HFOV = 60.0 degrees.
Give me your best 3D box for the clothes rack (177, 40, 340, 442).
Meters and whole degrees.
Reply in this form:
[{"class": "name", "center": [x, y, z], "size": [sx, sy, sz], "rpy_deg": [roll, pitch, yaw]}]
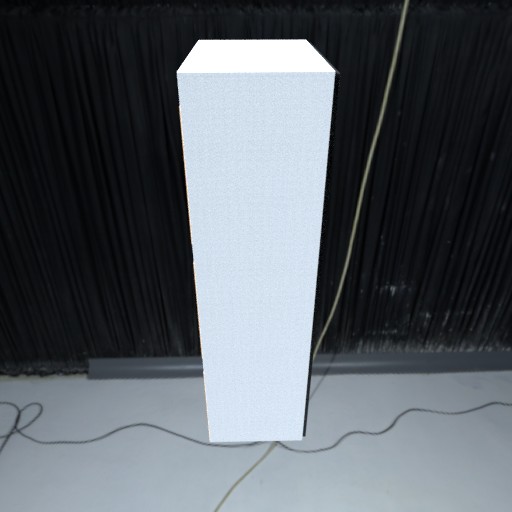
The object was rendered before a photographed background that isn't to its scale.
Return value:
[{"class": "clothes rack", "center": [0.000, 0.000, 1.412], "size": [0.330, 1.187, 0.500], "rpy_deg": [-1, 32, -1]}]
